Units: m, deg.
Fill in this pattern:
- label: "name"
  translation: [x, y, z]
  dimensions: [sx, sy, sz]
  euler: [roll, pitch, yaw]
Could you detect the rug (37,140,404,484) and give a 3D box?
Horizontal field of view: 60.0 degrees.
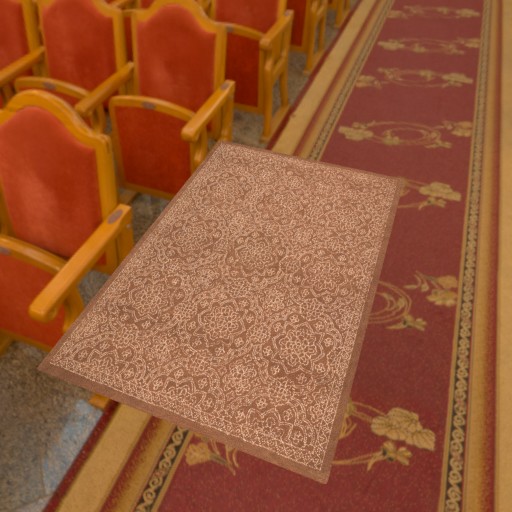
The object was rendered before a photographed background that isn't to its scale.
- label: "rug"
  translation: [0.000, 0.000, 2.806]
  dimensions: [1.524, 0.011, 2.286]
  euler: [16, 49, 14]
